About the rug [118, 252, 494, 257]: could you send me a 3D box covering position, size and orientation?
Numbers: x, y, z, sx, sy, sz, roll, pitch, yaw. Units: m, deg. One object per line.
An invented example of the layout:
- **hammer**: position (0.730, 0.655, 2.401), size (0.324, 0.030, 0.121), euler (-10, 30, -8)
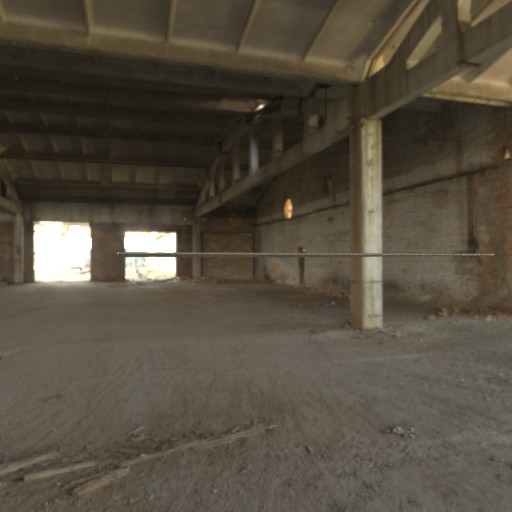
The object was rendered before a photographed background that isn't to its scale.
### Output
- **rug**: position (0.000, 0.000, 4.094), size (2.434, 0.013, 3.057), euler (0, 0, -17)
